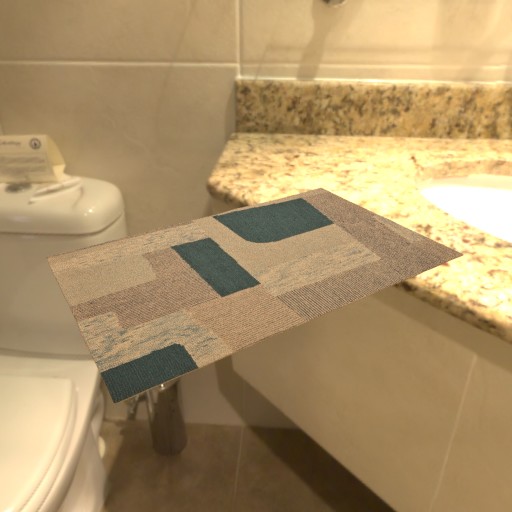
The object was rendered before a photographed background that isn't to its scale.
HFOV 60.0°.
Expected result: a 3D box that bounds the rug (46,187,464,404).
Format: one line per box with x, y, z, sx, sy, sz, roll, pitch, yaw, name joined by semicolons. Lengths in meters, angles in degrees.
0.000;0.000;3.042;2.436;0.015;1.521;-18;34;-28;rug
